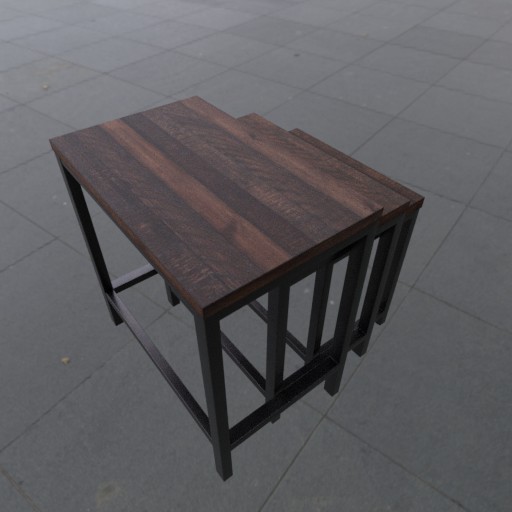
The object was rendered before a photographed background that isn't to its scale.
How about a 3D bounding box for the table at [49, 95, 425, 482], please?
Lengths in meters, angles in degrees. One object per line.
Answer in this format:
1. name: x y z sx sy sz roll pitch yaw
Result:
1. table: 0.000 0.000 1.135 0.660 0.616 0.608 -28 49 -27
